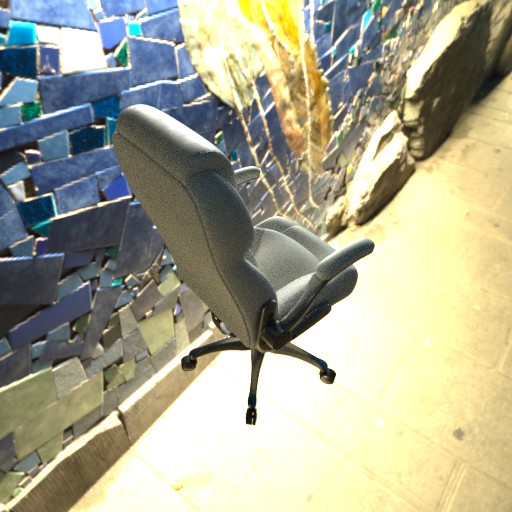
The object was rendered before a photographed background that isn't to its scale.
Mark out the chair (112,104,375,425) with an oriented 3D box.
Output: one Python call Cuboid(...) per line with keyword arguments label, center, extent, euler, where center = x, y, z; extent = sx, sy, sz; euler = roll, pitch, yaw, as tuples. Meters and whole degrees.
Cuboid(label="chair", center=(0.000, 0.000, 1.815), extent=(0.806, 1.330, 0.755), euler=(-27, 48, -28))
